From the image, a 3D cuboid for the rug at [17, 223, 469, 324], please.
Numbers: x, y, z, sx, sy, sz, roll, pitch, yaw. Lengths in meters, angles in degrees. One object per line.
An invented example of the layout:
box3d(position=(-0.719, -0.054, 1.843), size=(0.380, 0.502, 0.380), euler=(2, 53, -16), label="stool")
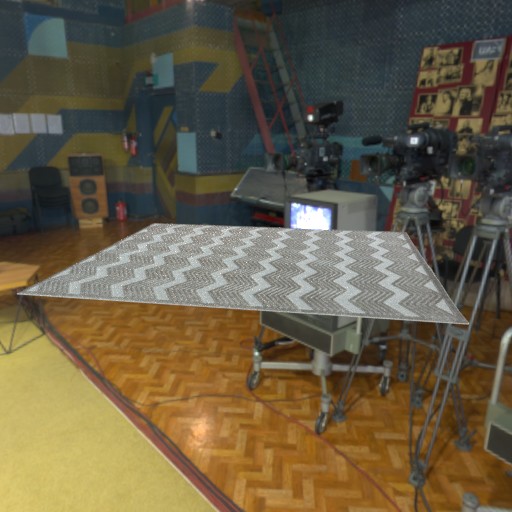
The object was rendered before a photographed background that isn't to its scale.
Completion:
box3d(position=(0.000, 0.000, 3.893), size=(2.880, 0.005, 2.391), euler=(3, 16, 9), label="rug")
